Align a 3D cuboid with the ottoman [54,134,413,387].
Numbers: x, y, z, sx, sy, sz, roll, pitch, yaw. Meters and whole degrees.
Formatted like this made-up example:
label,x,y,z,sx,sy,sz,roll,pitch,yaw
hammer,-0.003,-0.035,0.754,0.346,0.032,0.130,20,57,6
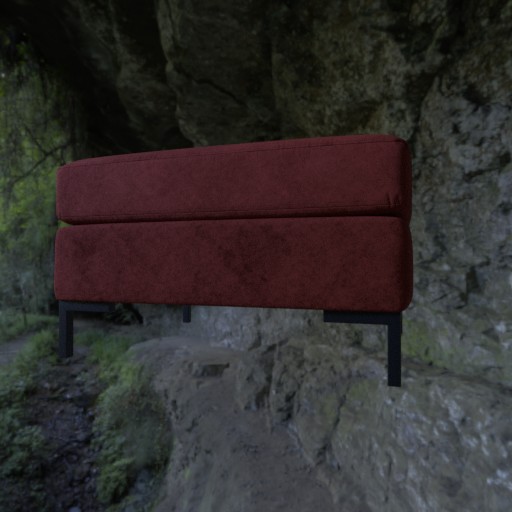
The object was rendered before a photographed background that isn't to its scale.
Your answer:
label,x,y,z,sx,sy,sz,roll,pitch,yaw
ottoman,0.000,0.000,1.174,0.782,0.462,0.650,0,-1,18
